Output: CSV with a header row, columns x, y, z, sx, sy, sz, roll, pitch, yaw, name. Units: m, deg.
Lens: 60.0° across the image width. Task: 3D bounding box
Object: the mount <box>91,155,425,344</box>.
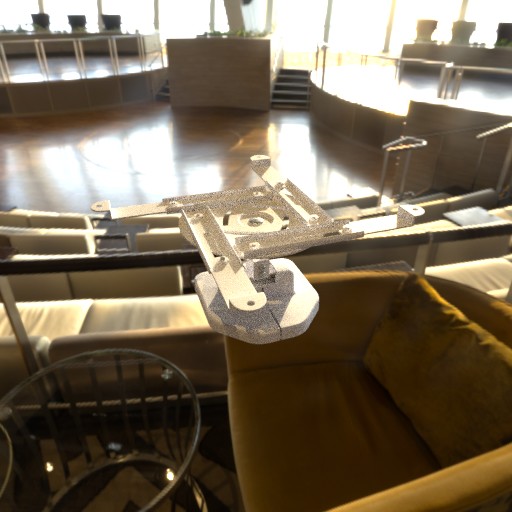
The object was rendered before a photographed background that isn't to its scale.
x,y,z,sx,sy,sz,roll,pitch,yaw,name
0.000,0.000,0.594,0.394,0.141,0.394,-10,32,-16,mount
